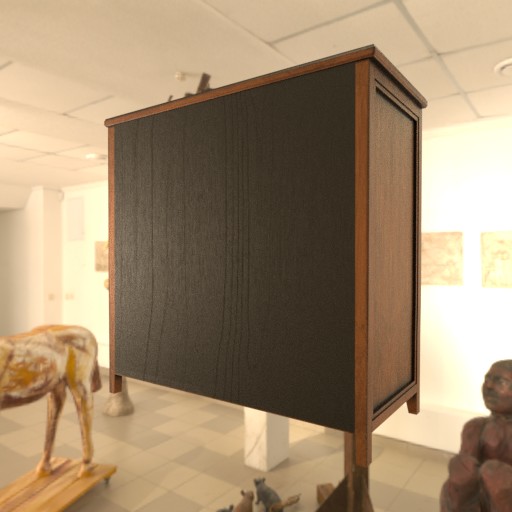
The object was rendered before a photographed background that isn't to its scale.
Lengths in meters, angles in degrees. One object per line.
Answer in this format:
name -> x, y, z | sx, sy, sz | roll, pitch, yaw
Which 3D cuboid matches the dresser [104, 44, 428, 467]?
dresser -> 0.000, 0.000, 1.870 | 1.250, 1.224, 0.591 | 0, 1, 35
